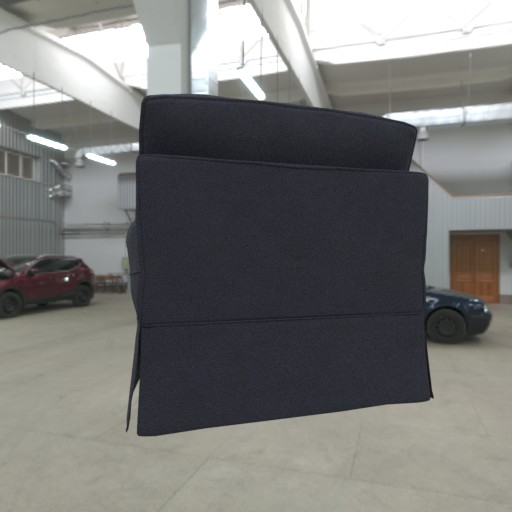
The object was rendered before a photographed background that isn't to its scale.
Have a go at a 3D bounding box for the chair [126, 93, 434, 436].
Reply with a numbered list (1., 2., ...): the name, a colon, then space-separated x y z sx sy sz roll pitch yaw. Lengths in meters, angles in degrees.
1. chair: 0.000 0.000 1.955 1.119 1.140 1.002 0 0 -17
